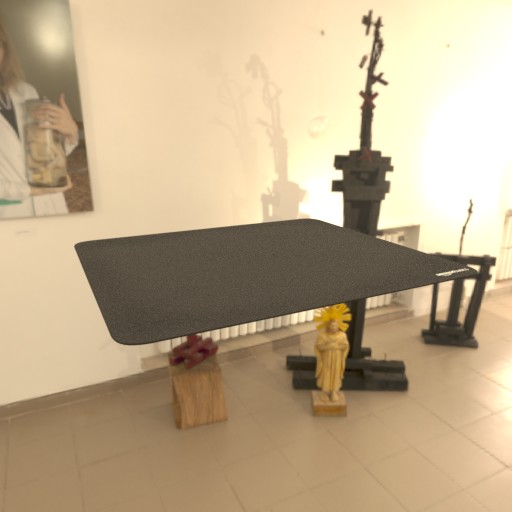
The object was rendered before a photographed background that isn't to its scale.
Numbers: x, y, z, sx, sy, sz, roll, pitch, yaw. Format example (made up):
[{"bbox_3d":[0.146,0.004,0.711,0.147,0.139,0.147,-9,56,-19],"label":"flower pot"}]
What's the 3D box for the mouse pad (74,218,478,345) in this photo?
[{"bbox_3d":[0.000,0.000,0.627,0.451,0.002,0.393,-8,18,-25],"label":"mouse pad"}]
